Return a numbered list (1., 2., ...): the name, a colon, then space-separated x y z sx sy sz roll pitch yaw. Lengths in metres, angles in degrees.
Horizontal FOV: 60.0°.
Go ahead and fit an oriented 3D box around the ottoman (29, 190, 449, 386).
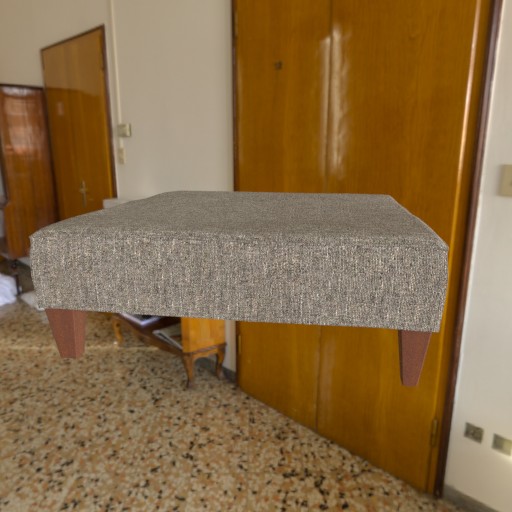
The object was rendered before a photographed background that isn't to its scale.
1. ottoman: 0.000 0.000 1.512 1.016 0.379 0.981 2 14 9
